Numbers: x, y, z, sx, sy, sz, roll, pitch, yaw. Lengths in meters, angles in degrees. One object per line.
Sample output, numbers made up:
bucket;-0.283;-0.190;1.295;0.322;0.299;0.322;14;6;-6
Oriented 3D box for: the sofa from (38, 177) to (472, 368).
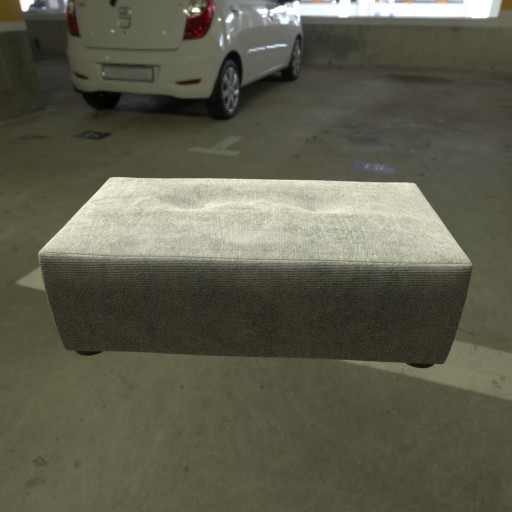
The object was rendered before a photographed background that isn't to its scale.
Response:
sofa;0.000;0.000;1.177;0.930;0.330;0.480;2;30;3
